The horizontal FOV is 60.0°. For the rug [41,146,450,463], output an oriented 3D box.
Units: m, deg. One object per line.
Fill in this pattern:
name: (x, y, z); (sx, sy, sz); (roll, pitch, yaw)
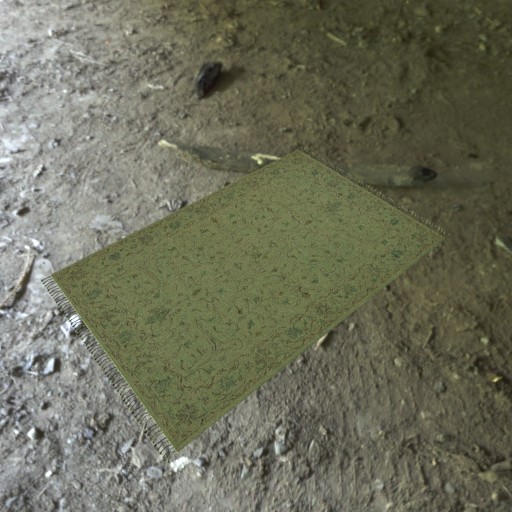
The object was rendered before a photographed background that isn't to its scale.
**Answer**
rug: (0.000, 0.000, 3.057); (2.435, 0.010, 1.544); (-32, 54, -27)
